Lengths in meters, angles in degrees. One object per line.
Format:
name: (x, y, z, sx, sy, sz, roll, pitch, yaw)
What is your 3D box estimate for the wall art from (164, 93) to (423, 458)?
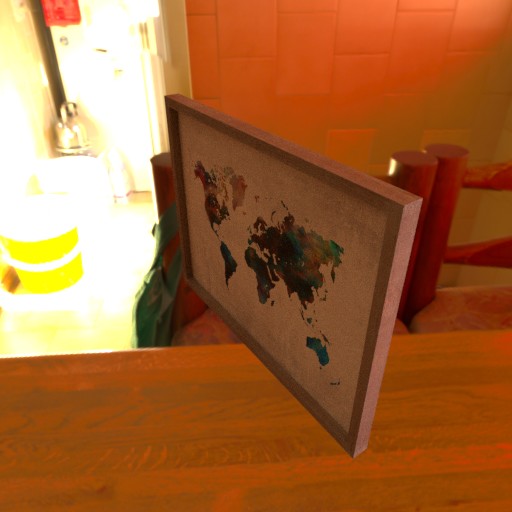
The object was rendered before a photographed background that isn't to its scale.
wall art: (0.000, 0.000, 1.790, 0.070, 1.009, 1.320, -21, 38, -29)
